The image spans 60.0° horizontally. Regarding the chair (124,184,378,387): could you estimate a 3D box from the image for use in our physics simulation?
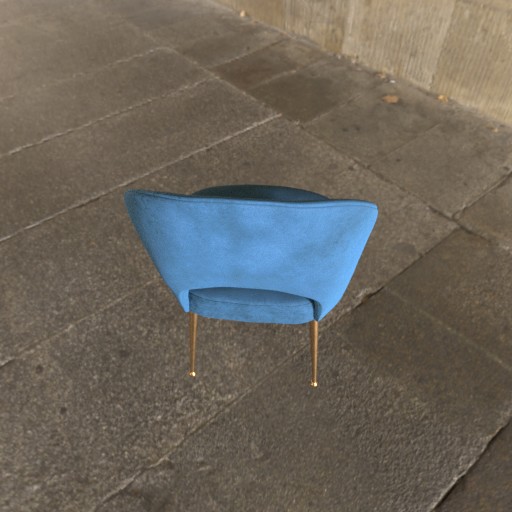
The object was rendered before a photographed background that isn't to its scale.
[{"bbox_3d":[0.000,0.000,1.211,0.527,0.860,0.577,4,47,4],"label":"chair"}]
